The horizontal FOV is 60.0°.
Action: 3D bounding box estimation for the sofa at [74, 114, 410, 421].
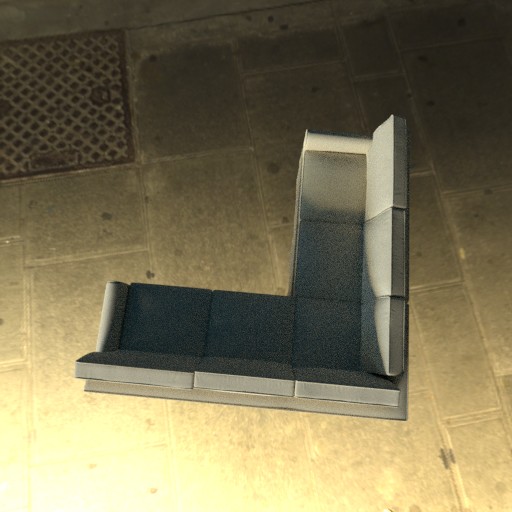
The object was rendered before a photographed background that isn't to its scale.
[{"bbox_3d":[0.000,0.000,4.054,2.597,1.070,2.591,5,76,1],"label":"sofa"}]
